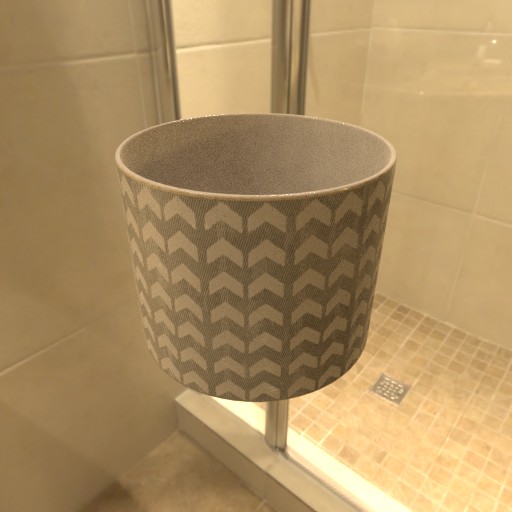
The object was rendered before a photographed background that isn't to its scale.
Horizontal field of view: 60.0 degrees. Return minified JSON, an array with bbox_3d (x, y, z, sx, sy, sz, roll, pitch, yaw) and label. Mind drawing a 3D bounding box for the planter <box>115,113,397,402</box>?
[{"bbox_3d":[0.000,0.000,0.467,0.250,0.239,0.250,0,30,0],"label":"planter"}]
